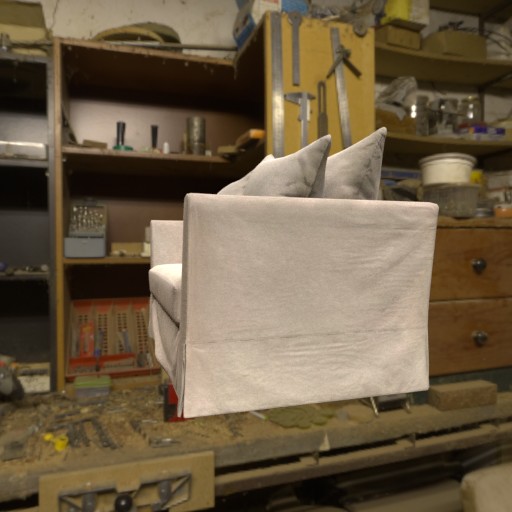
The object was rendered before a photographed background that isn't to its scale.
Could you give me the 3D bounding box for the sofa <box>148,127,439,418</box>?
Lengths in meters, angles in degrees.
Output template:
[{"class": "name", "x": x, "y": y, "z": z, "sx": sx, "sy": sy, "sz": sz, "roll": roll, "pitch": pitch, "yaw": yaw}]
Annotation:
[{"class": "sofa", "x": 0.000, "y": 0.000, "z": 2.309, "sx": 1.035, "sy": 1.040, "sz": 1.608, "roll": 0, "pitch": 1, "yaw": -18}]
